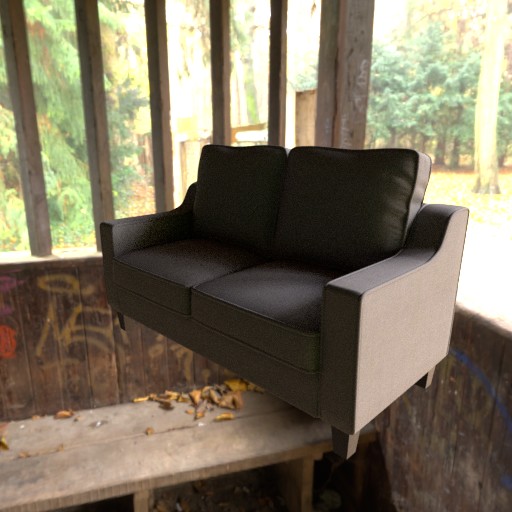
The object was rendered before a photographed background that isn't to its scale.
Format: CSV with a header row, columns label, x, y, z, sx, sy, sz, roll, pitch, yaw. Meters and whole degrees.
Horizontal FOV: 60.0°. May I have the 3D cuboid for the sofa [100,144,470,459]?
label,x,y,z,sx,sy,sz,roll,pitch,yaw
sofa,0.000,0.000,1.972,1.500,0.948,0.791,14,21,43
